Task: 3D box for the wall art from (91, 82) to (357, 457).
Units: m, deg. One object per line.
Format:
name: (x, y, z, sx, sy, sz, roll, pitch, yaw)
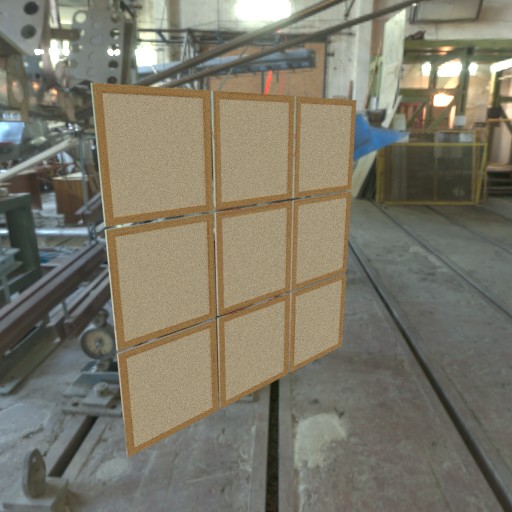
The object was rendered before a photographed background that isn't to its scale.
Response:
wall art: (0.000, 0.000, 2.209, 1.517, 1.523, 0.013, -14, 21, -40)
